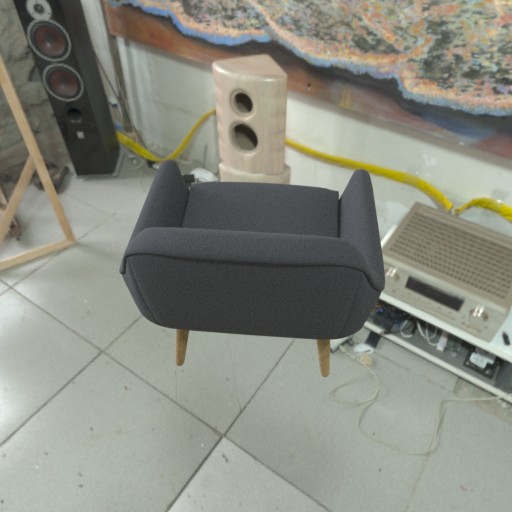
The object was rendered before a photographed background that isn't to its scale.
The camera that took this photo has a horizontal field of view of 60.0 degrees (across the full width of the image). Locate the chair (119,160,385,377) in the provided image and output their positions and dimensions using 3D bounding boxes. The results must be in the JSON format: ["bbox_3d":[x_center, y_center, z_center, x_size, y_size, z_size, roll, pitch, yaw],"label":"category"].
[{"bbox_3d":[0.000,0.000,1.456,0.770,0.800,0.779,3,45,3],"label":"chair"}]
